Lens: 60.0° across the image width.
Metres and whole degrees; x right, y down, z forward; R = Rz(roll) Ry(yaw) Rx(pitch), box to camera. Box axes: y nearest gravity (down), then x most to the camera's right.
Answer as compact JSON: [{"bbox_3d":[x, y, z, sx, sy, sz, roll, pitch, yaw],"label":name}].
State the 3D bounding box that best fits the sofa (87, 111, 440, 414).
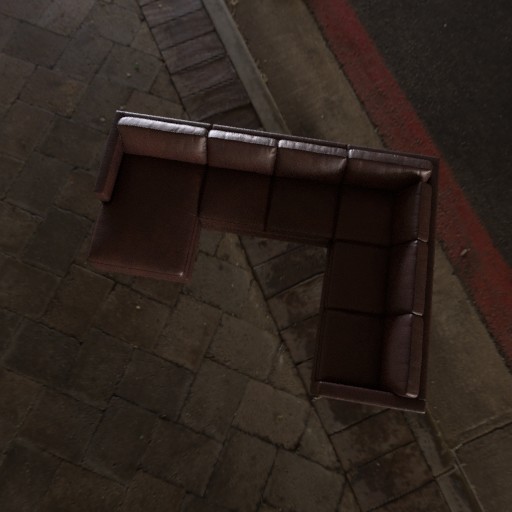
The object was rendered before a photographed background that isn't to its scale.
[{"bbox_3d":[0.000,0.000,4.435,3.324,0.891,2.452,9,75,2],"label":"sofa"}]
